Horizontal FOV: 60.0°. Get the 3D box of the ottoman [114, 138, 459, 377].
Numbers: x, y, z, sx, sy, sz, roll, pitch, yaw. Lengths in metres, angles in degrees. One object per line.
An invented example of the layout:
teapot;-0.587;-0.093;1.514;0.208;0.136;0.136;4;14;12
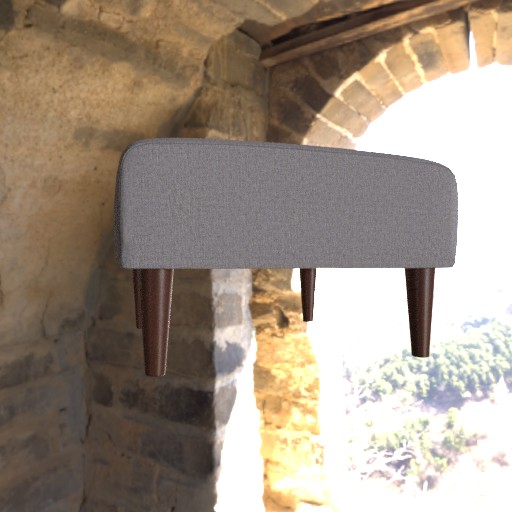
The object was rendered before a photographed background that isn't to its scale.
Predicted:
ottoman;0.000;0.000;1.061;0.648;0.399;0.655;0;-1;-17
